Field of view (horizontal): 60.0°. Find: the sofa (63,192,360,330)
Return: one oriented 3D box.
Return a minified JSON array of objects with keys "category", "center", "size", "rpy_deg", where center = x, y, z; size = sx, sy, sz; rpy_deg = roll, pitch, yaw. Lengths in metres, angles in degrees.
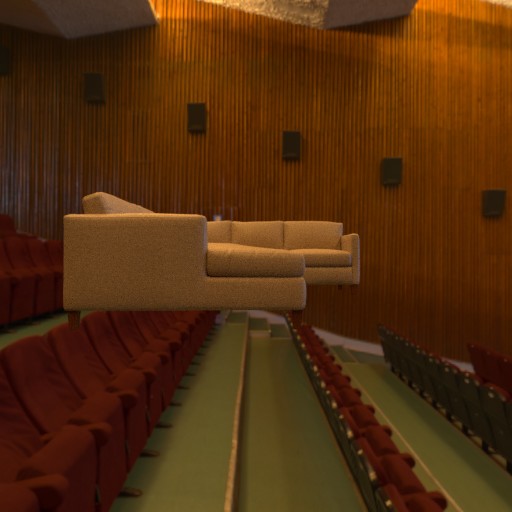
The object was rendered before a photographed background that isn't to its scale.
[{"category":"sofa","center":[0.000,0.000,4.580],"size":[2.594,0.961,3.460],"rpy_deg":[0,0,-1]}]
